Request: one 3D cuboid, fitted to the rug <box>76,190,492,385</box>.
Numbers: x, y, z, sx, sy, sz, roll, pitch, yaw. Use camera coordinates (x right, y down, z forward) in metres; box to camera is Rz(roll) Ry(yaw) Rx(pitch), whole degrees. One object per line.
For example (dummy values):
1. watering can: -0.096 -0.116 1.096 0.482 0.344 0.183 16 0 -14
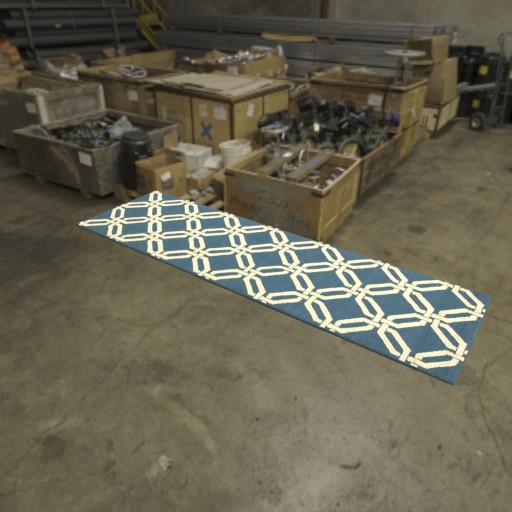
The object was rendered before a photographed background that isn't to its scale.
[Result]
1. rug: 0.000 0.000 2.437 2.276 0.014 0.678 20 36 30
